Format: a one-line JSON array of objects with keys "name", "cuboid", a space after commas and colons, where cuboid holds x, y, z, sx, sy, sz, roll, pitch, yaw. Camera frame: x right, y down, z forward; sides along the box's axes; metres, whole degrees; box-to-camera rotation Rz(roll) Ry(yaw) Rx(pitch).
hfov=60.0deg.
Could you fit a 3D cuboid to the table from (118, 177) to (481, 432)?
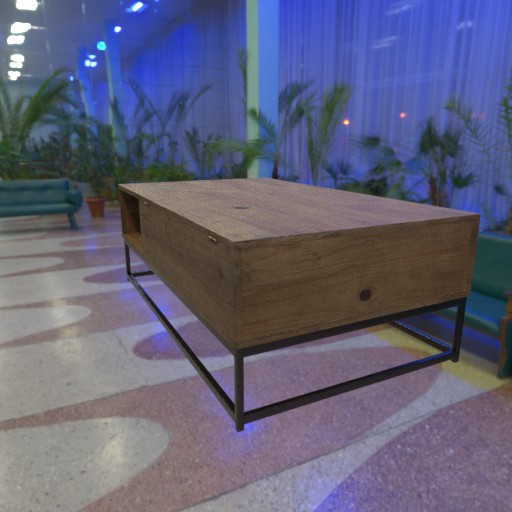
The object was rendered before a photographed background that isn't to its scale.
[{"name": "table", "cuboid": [0.000, 0.000, 1.446, 0.655, 0.395, 1.101, -8, 17, -26]}]
